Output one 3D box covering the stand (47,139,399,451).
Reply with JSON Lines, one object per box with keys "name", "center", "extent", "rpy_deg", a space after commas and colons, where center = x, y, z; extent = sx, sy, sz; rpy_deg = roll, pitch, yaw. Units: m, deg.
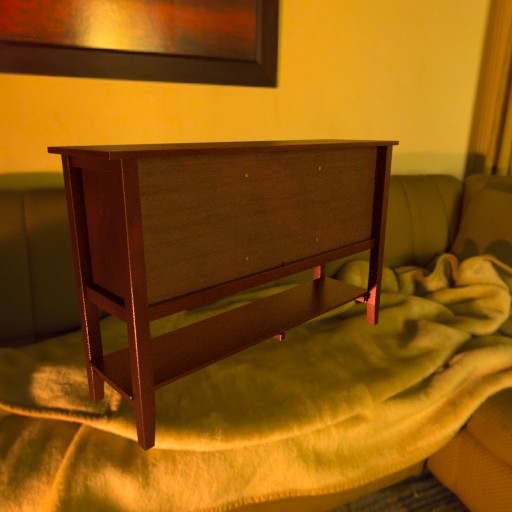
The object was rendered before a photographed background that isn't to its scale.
{"name": "stand", "center": [0.000, 0.000, 1.765], "extent": [1.362, 0.872, 0.410], "rpy_deg": [-15, 22, -42]}
